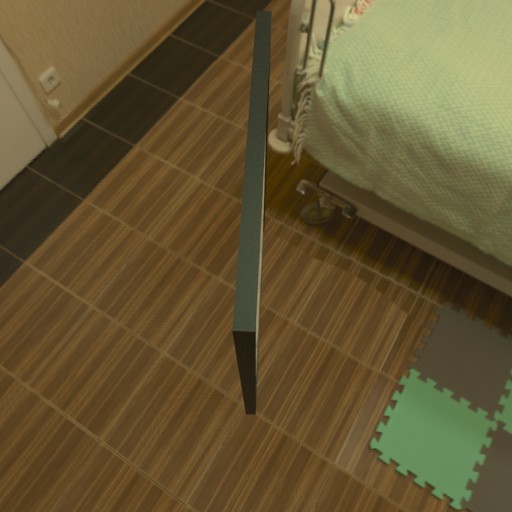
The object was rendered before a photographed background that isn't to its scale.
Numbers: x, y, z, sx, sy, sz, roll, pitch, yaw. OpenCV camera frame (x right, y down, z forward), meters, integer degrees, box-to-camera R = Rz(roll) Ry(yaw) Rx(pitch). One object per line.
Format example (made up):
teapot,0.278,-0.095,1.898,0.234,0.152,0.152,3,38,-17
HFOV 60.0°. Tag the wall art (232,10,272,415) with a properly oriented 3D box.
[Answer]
wall art,0.000,0.000,1.375,0.038,1.062,0.806,3,63,1
